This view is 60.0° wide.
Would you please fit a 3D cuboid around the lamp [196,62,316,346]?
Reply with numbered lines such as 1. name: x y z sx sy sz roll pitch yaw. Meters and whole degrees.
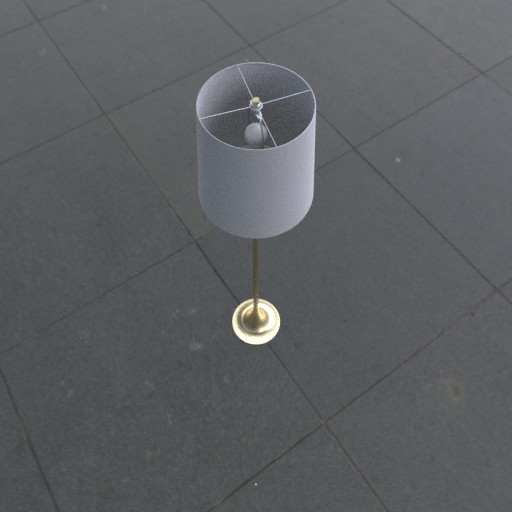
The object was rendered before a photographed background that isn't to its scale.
1. lamp: 0.000 0.000 1.688 0.337 1.543 0.337 0 63 0
